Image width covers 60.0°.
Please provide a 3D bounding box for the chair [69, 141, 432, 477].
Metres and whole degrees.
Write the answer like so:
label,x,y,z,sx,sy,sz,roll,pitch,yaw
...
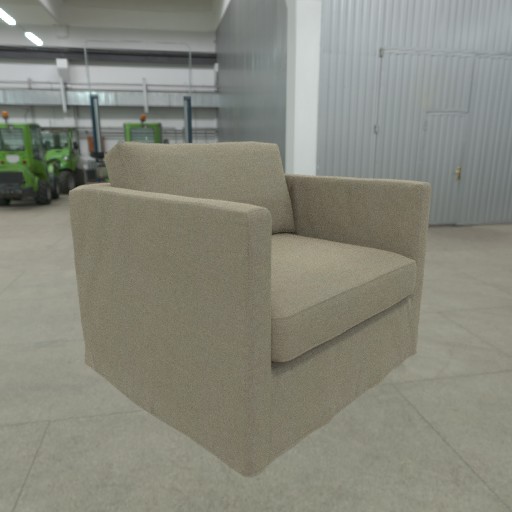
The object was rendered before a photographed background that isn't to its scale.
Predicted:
label,x,y,z,sx,sy,sz,roll,pitch,yaw
chair,0.000,0.000,1.716,0.949,0.863,1.057,13,19,42
